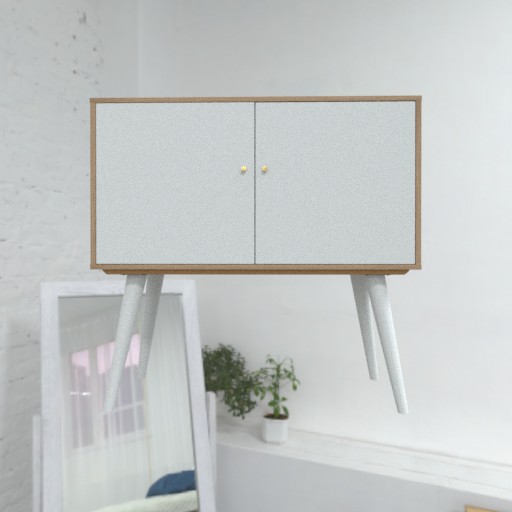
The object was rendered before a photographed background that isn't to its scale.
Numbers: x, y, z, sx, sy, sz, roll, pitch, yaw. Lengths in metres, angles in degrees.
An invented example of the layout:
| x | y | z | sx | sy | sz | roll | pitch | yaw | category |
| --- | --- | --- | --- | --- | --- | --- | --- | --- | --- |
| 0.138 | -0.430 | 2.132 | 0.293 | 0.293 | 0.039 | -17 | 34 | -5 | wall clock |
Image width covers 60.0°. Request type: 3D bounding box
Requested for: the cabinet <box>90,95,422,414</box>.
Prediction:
| x | y | z | sx | sy | sz | roll | pitch | yaw | category |
| --- | --- | --- | --- | --- | --- | --- | --- | --- | --- |
| 0.000 | 0.000 | 1.635 | 1.057 | 1.016 | 0.470 | 0 | 0 | 1 | cabinet |
